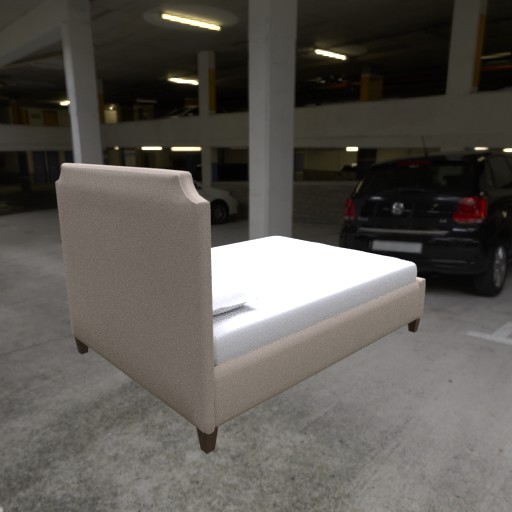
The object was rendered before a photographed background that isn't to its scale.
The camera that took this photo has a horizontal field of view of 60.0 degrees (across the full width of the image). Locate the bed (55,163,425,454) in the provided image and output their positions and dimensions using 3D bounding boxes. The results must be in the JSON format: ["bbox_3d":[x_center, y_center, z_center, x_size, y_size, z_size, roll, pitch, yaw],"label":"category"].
[{"bbox_3d":[0.000,0.000,3.455,2.372,1.443,1.713,-13,19,-42],"label":"bed"}]
